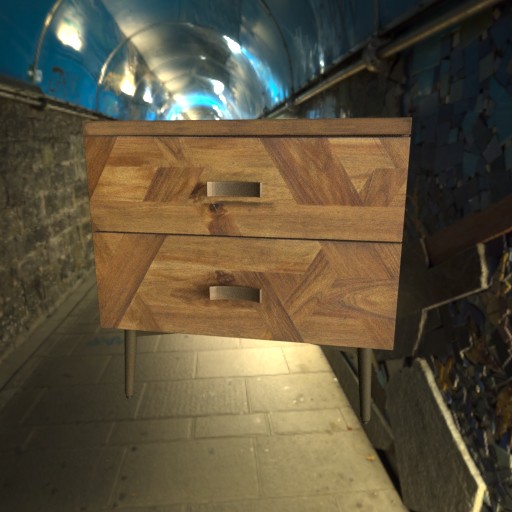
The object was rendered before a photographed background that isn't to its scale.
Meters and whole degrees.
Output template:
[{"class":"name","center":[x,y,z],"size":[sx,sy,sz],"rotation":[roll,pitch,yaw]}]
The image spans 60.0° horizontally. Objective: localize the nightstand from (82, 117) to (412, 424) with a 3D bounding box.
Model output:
[{"class":"nightstand","center":[0.000,0.000,1.070],"size":[0.610,0.610,0.458],"rotation":[3,14,10]}]
